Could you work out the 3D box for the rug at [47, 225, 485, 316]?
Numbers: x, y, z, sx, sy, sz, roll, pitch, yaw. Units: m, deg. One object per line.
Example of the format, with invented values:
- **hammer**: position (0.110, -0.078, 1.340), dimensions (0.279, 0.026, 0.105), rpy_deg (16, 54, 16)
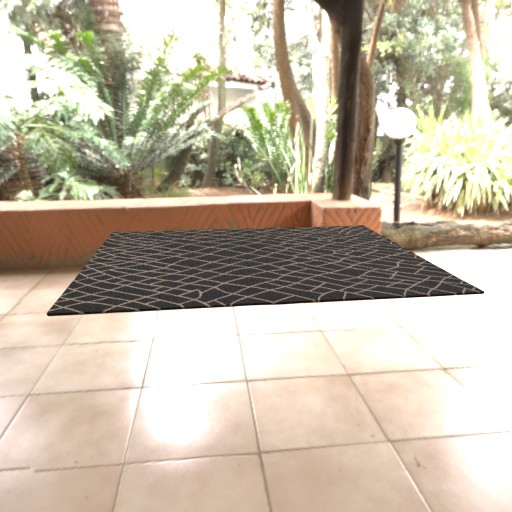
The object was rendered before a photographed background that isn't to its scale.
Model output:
- **rug**: position (0.000, 0.000, 4.185), dimensions (3.047, 0.022, 2.439), rpy_deg (-2, 16, -7)
